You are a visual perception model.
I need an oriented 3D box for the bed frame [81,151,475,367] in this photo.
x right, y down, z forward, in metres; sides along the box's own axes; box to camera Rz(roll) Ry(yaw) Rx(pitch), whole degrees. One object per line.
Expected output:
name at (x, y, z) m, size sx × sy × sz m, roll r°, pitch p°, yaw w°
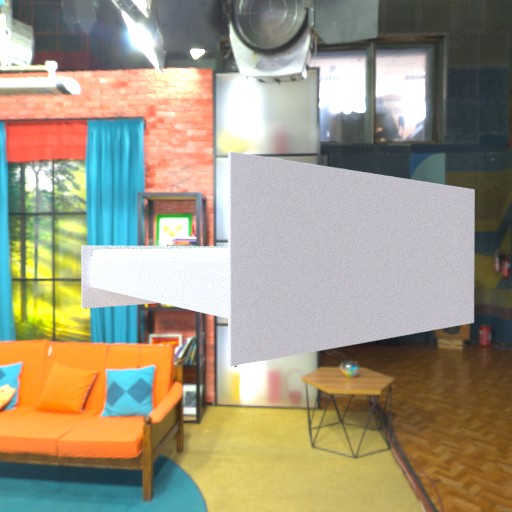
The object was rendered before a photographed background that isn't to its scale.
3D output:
bed frame at (0.000, 0.000, 2.971) m, size 1.720 × 0.800 × 2.060 m, roll 0°, pitch 1°, yaw -36°
